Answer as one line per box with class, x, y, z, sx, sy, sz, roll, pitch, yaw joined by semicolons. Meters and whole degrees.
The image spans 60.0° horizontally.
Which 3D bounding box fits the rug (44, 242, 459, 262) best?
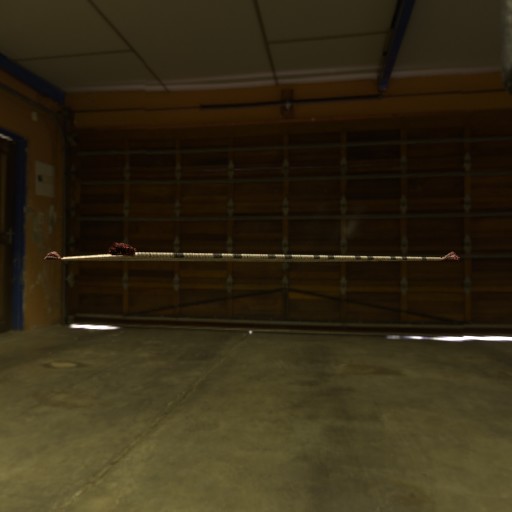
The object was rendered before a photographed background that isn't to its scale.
rug;0.000;0.000;3.333;2.672;0.066;1.741;1;-1;-35
